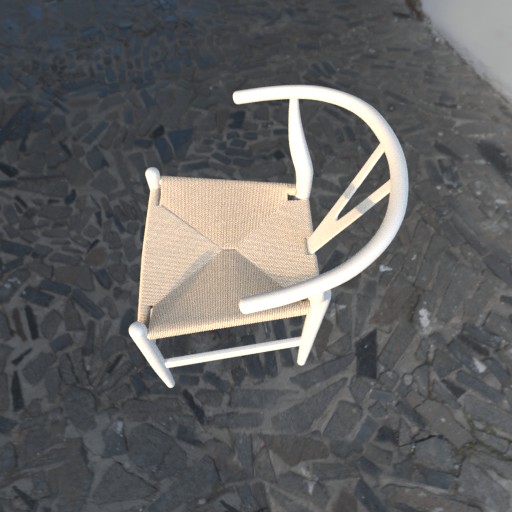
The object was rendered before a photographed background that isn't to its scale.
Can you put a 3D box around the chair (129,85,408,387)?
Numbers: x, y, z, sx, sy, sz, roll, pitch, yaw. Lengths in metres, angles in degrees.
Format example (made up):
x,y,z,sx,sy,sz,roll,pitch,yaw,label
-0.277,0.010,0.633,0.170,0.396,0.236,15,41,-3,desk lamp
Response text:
x,y,z,sx,sy,sz,roll,pitch,yaw,label
0.000,0.000,1.159,0.579,0.730,0.569,-2,59,-1,chair
